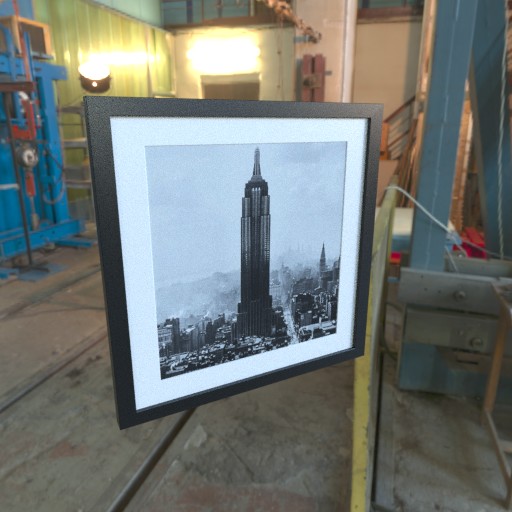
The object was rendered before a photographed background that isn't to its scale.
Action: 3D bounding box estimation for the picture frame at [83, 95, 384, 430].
[{"bbox_3d":[0.000,0.000,0.841,0.559,0.557,0.029,-9,19,-27],"label":"picture frame"}]
